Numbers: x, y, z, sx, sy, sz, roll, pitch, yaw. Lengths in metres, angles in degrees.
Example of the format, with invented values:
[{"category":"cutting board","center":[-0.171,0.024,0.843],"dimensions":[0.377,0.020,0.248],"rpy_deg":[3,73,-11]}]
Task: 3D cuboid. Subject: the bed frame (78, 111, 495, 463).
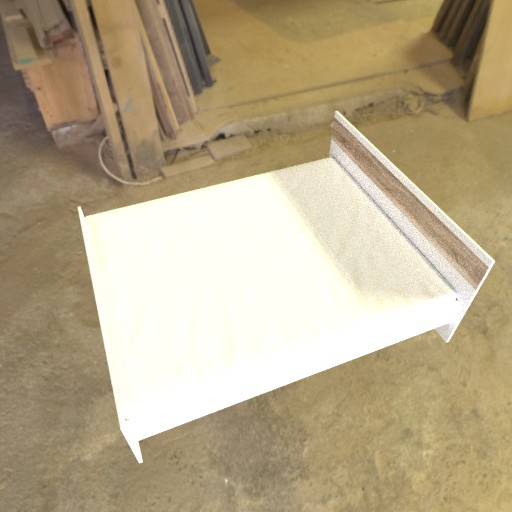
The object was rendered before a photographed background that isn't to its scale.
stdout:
[{"category":"bed frame","center":[0.000,0.000,2.939],"dimensions":[2.060,0.800,1.720],"rpy_deg":[-16,49,-15]}]
